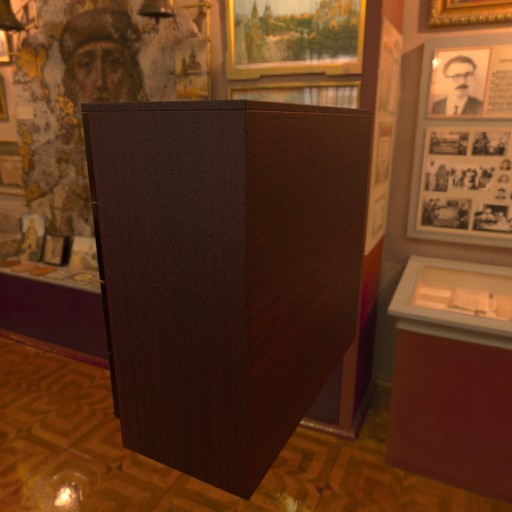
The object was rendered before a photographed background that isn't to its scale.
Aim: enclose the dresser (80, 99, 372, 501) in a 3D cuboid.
[{"bbox_3d":[0.000,0.000,1.133,0.360,0.720,0.750,9,19,26],"label":"dresser"}]
